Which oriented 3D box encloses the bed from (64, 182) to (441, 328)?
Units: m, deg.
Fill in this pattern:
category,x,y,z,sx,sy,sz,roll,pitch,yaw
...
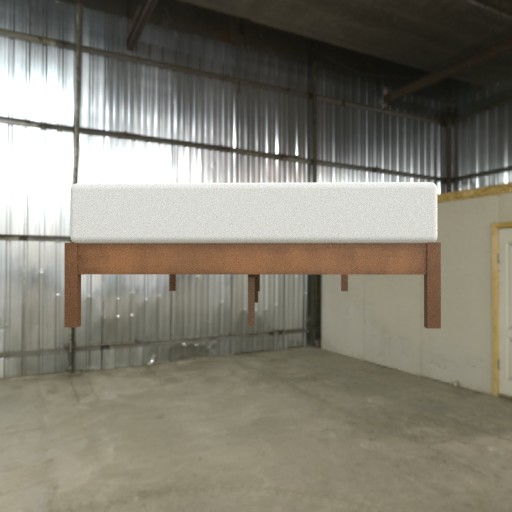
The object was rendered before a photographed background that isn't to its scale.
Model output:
category,x,y,z,sx,sy,sz,roll,pitch,yaw
bed,0.000,0.000,2.811,1.529,0.593,2.050,0,0,1
